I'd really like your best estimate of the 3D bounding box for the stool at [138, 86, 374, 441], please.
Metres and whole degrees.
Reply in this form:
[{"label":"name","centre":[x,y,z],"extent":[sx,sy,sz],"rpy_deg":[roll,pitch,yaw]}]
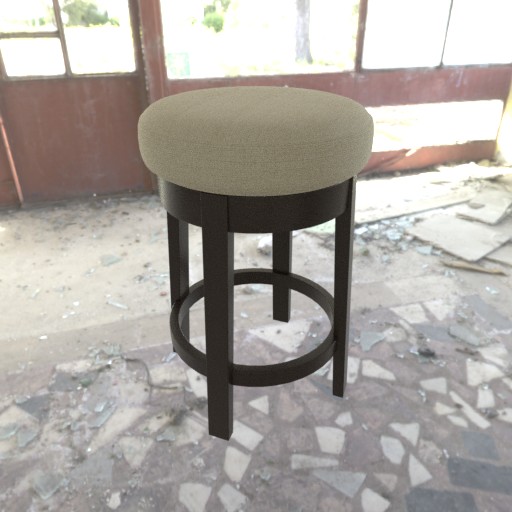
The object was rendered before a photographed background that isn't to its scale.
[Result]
[{"label":"stool","centre":[0.000,0.000,0.960],"extent":[0.449,0.655,0.449],"rpy_deg":[0,29,0]}]
